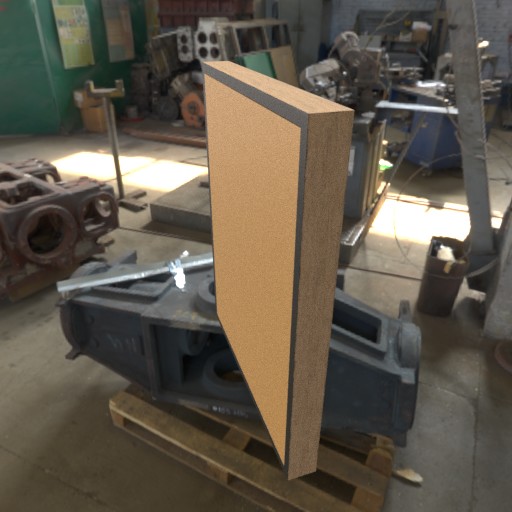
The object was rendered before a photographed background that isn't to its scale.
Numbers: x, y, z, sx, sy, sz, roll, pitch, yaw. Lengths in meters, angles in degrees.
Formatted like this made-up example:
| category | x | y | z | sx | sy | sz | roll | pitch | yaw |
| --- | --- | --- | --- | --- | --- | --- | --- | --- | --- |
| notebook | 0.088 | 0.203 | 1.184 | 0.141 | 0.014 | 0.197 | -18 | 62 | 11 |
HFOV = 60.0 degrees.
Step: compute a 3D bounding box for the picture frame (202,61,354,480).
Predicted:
| category | x | y | z | sx | sy | sz | roll | pitch | yaw |
| --- | --- | --- | --- | --- | --- | --- | --- | --- | --- |
| picture frame | 0.000 | 0.000 | 0.702 | 0.046 | 0.526 | 0.421 | -10 | 31 | -16 |
